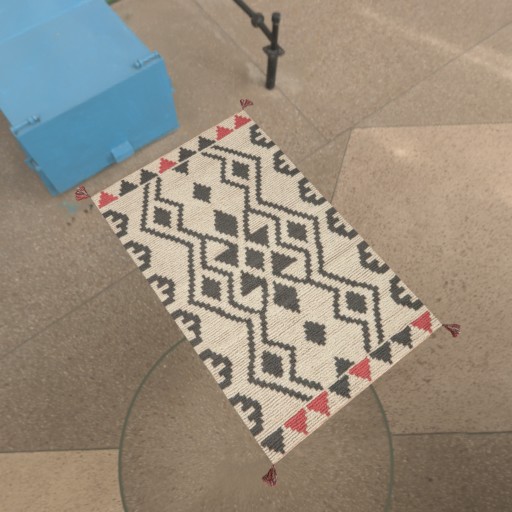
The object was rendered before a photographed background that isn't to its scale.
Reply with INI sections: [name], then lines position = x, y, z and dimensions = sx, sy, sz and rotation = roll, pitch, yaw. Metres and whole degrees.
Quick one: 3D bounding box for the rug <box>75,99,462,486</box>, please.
[rug]
position = 0.000, 0.000, 3.355
dimensions = 1.741, 0.066, 2.672
rotation = -34, 71, -14
